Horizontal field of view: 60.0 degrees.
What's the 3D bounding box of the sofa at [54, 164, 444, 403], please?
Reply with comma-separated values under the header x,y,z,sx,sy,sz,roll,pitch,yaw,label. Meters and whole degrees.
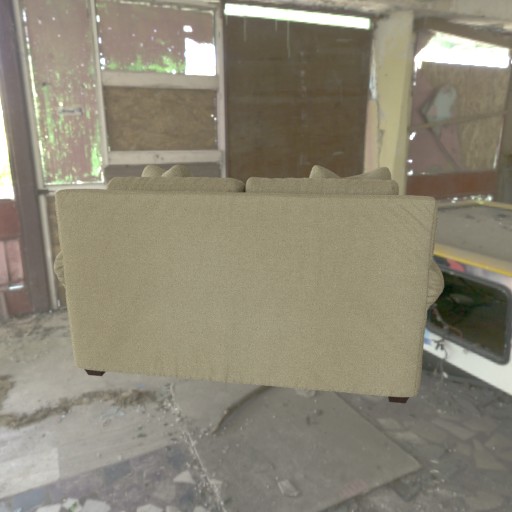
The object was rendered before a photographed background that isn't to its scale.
x,y,z,sx,sy,sz,roll,pitch,yaw,label
0.000,0.000,2.198,1.550,0.905,1.070,2,16,9,sofa
